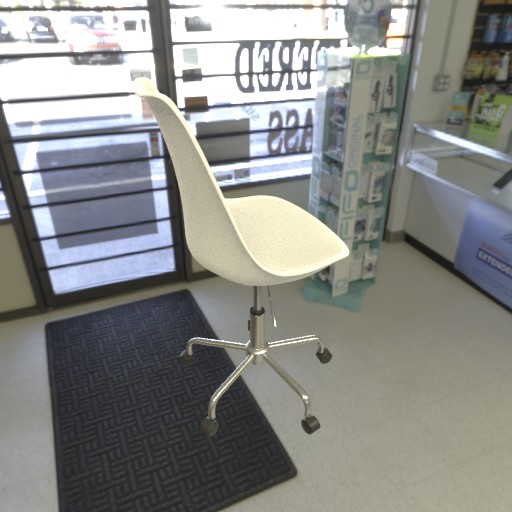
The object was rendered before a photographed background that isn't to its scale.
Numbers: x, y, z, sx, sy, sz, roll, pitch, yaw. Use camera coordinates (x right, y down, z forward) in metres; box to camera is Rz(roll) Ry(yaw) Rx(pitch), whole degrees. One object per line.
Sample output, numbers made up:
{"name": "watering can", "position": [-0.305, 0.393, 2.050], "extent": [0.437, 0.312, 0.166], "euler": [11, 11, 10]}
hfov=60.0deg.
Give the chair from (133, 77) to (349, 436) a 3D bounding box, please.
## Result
{"name": "chair", "position": [0.000, 0.000, 1.245], "extent": [0.550, 0.930, 0.550], "euler": [-10, 31, -17]}
